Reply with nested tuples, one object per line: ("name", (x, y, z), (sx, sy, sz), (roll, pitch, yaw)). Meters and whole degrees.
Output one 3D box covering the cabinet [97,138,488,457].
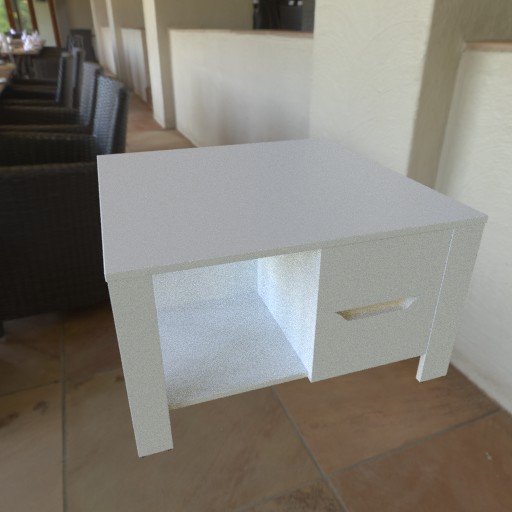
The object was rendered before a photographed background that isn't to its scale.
("cabinet", (0.000, 0.000, 1.293), (0.800, 0.460, 0.800), (-9, 29, -16))
